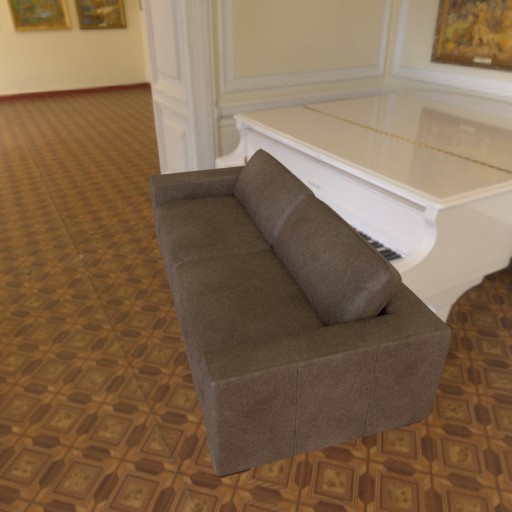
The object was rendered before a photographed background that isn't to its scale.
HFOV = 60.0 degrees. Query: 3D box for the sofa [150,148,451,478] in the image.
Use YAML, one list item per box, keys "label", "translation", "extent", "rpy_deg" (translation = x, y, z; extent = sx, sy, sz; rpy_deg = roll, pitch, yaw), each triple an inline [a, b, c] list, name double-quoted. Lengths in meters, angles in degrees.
- label: "sofa"
  translation: [0.000, 0.000, 2.725]
  extent: [1.070, 0.801, 2.262]
  rpy_deg: [-9, 32, -15]
